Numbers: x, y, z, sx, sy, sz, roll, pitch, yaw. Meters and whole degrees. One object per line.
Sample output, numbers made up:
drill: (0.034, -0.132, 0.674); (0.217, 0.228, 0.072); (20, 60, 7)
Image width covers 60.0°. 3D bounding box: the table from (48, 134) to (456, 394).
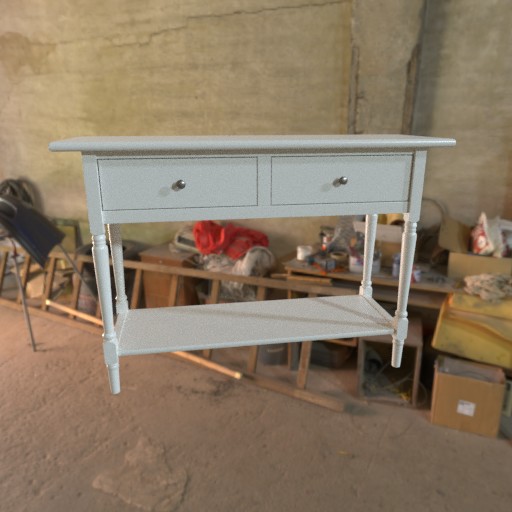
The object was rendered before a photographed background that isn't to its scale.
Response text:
table: (0.000, 0.000, 1.576); (1.191, 0.814, 0.386); (-3, 18, -9)
